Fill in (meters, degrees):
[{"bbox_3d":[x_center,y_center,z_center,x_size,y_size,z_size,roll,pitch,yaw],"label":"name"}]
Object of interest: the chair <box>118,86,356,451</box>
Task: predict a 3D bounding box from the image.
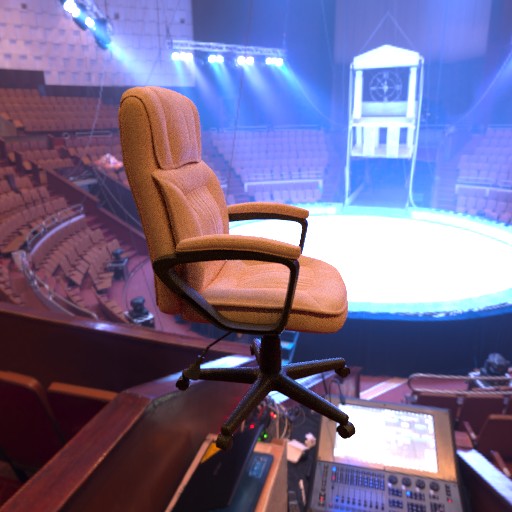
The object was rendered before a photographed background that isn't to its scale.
[{"bbox_3d":[0.000,0.000,1.541,0.724,1.105,0.667,2,16,9],"label":"chair"}]
